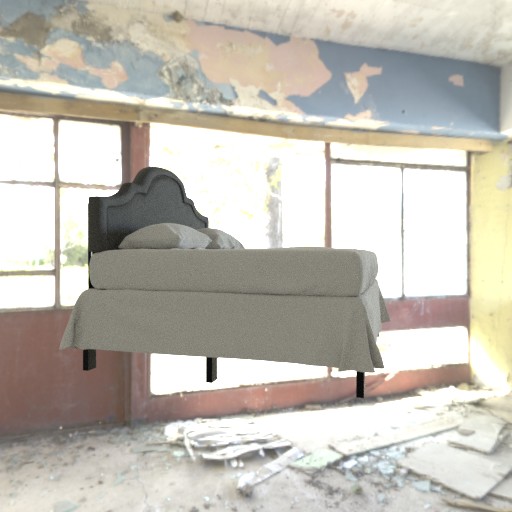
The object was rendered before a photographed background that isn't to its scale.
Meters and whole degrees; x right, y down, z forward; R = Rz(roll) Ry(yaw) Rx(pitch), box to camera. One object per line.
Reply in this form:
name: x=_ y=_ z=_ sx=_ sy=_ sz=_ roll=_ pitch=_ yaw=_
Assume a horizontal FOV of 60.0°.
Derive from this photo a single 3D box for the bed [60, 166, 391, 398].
bed: x=0.000 y=0.000 z=3.862 sx=2.222 sy=1.631 sz=2.303 roll=0 pitch=1 yaw=18
